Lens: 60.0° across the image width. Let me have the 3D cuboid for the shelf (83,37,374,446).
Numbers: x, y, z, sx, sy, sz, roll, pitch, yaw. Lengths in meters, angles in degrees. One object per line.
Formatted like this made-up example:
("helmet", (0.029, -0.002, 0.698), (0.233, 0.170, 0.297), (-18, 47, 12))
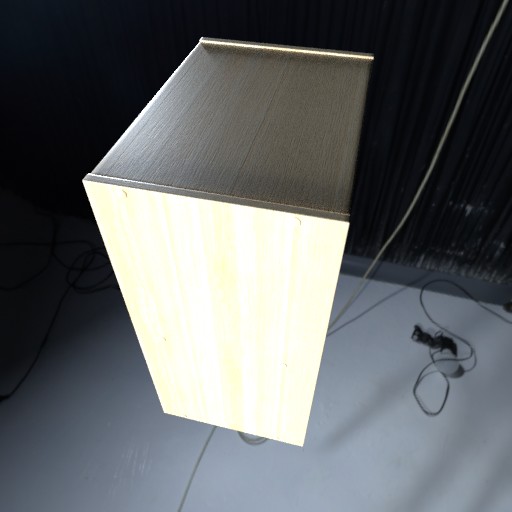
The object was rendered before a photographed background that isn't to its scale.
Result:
("shelf", (0.000, 0.000, 0.811), (0.290, 0.592, 0.414), (10, 48, 9))
